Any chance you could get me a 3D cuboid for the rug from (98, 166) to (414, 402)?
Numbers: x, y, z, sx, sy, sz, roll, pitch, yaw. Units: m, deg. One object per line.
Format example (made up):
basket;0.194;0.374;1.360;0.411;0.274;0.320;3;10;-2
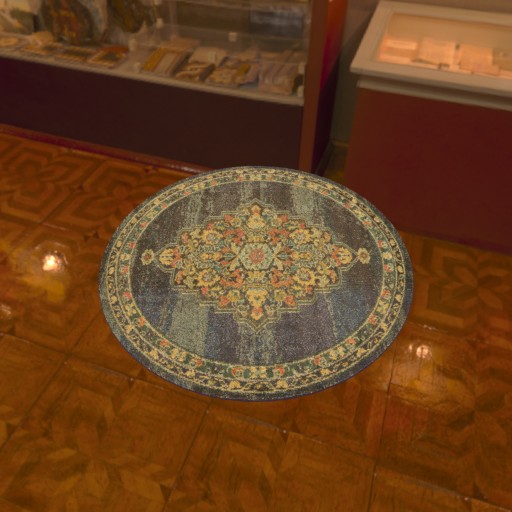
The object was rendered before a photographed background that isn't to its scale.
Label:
rug;0.000;0.000;2.301;1.591;0.010;1.591;0;46;0
